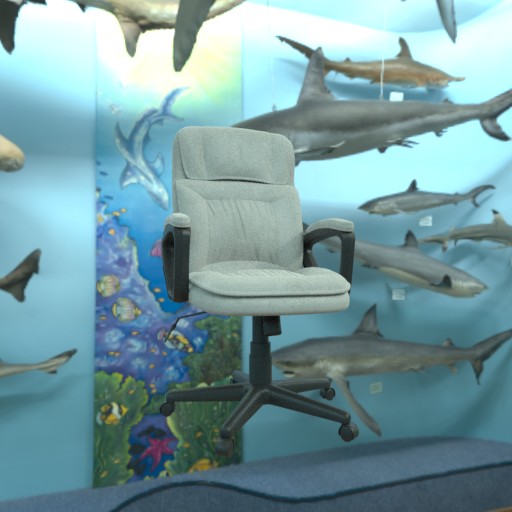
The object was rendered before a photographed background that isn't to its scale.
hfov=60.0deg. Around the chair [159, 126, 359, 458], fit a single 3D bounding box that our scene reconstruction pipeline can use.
[{"bbox_3d":[0.000,0.000,1.587,0.667,1.105,0.724,0,-1,-17],"label":"chair"}]
